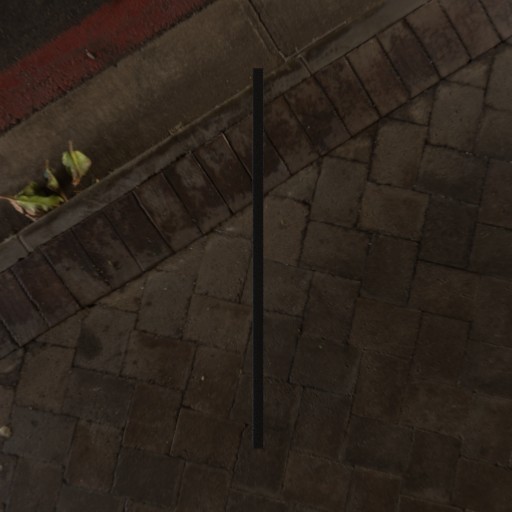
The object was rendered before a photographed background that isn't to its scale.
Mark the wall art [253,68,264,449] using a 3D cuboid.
[{"bbox_3d":[0.000,0.000,0.861,0.013,0.657,0.457,0,91,0],"label":"wall art"}]
